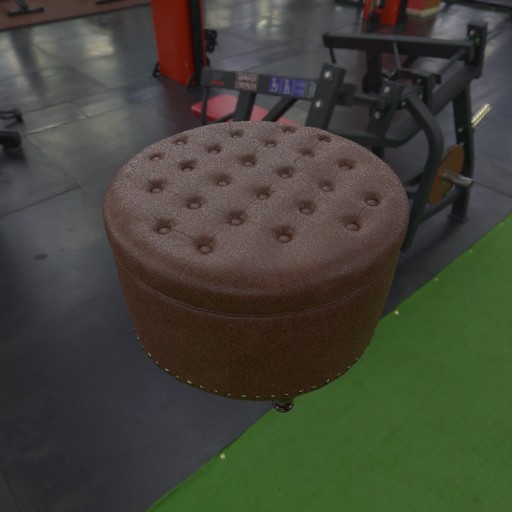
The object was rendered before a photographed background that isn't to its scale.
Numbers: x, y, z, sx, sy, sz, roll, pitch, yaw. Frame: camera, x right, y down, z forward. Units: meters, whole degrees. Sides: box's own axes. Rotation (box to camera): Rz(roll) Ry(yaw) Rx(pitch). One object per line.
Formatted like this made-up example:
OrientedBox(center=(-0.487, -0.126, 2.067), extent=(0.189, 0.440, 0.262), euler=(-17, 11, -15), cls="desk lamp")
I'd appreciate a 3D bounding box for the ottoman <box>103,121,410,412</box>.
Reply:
OrientedBox(center=(0.000, 0.000, 1.068), extent=(0.637, 0.442, 0.637), euler=(0, 41, 0), cls="ottoman")
